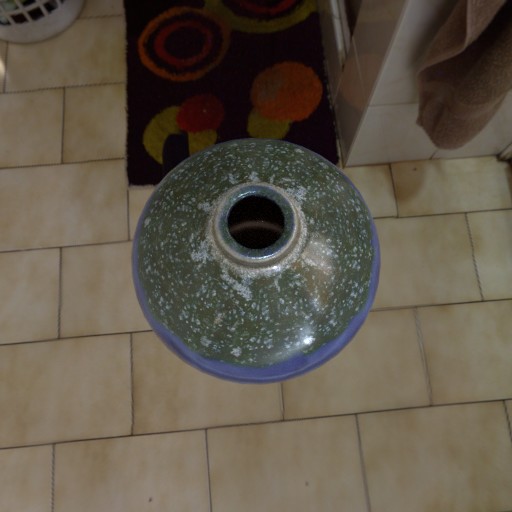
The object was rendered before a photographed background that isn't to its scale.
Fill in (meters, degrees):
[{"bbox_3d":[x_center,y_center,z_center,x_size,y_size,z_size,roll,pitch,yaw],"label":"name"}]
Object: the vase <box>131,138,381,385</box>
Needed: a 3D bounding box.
[{"bbox_3d":[0.000,0.000,0.275,0.154,0.133,0.154,0,76,0],"label":"vase"}]
